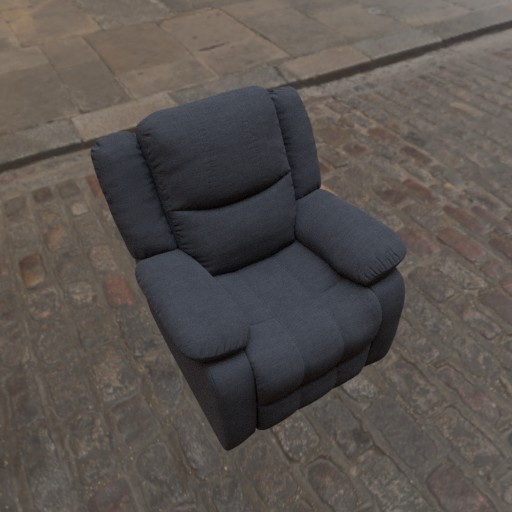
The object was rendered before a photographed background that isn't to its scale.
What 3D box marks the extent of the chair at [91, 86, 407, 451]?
[{"bbox_3d":[0.000,0.000,1.723,0.899,1.008,0.944,-24,51,-21],"label":"chair"}]
